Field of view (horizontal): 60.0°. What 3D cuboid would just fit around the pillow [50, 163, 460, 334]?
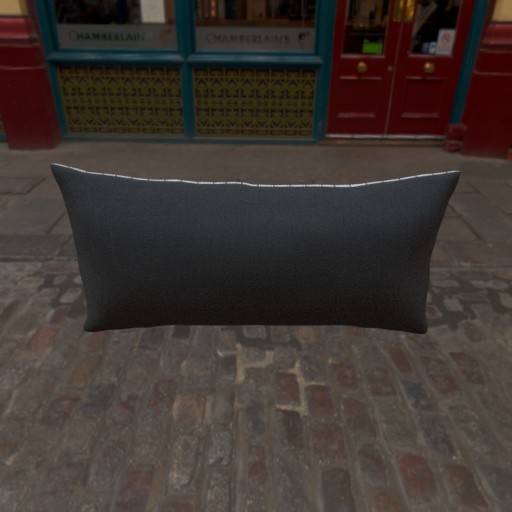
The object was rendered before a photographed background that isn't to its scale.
[{"bbox_3d":[0.000,0.000,0.722,0.609,0.305,0.151,0,28,0],"label":"pillow"}]
